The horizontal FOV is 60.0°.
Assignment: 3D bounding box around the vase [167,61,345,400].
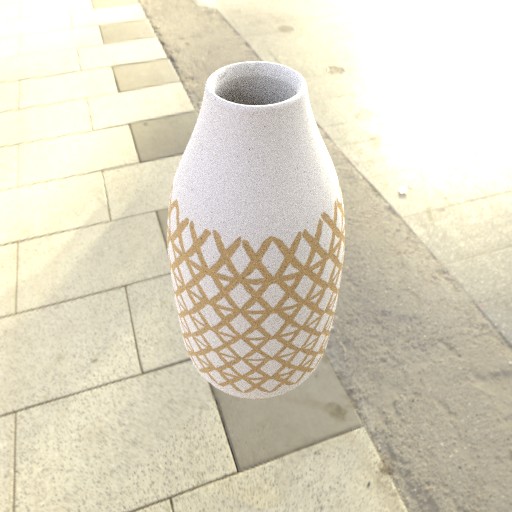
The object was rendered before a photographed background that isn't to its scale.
[{"bbox_3d":[0.000,0.000,0.469,0.186,0.380,0.186,0,47,0],"label":"vase"}]
